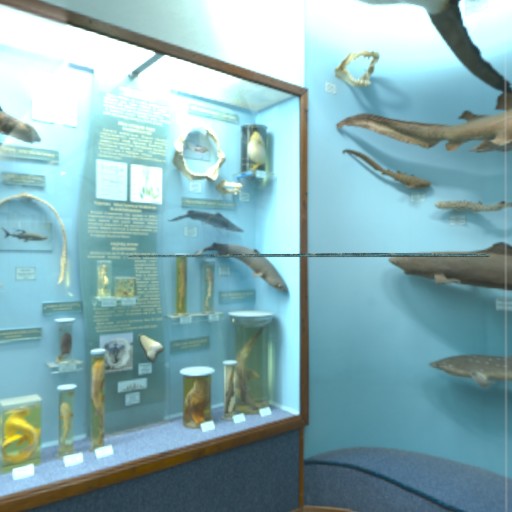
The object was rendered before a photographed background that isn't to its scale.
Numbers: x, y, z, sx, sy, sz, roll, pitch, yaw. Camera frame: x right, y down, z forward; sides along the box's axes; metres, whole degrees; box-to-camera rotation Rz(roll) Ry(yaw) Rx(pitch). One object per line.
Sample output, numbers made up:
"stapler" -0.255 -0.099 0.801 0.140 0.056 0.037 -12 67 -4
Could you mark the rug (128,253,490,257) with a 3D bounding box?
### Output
"rug" 0.000 0.000 2.522 0.685 0.014 2.292 0 0 -36
